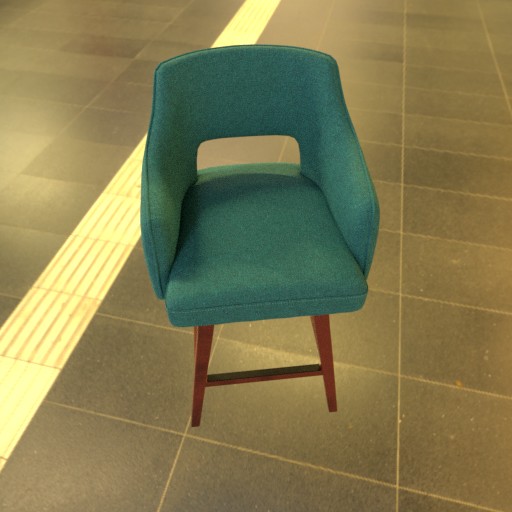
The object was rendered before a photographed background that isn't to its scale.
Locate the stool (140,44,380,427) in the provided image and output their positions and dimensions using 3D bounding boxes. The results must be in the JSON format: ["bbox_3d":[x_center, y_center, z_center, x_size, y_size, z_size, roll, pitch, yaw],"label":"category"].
[{"bbox_3d":[0.000,0.000,1.259,0.548,0.961,0.556,-5,47,-4],"label":"stool"}]
